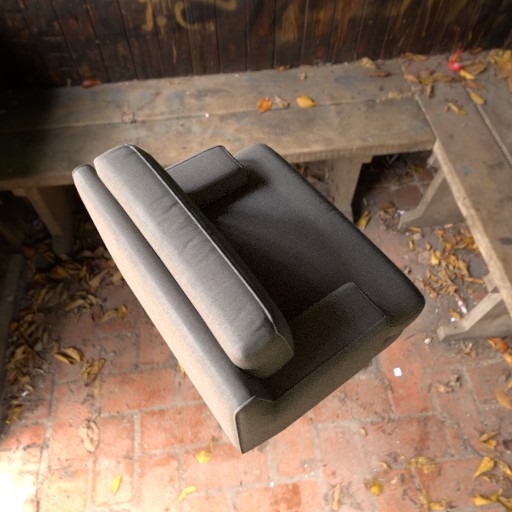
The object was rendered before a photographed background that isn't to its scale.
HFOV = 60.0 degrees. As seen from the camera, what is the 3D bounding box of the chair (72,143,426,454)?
[{"bbox_3d":[0.000,0.000,2.016,1.043,0.974,1.270,-32,63,-18],"label":"chair"}]
